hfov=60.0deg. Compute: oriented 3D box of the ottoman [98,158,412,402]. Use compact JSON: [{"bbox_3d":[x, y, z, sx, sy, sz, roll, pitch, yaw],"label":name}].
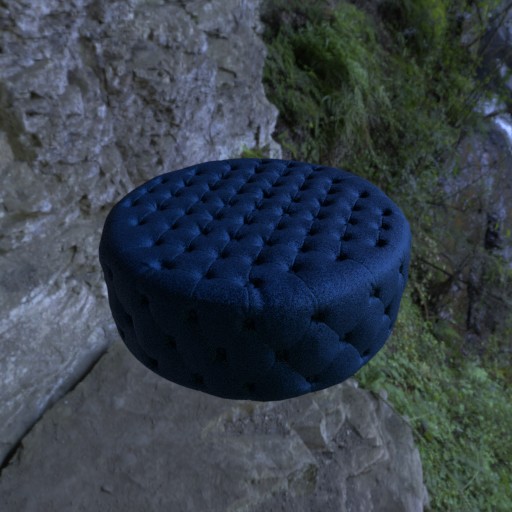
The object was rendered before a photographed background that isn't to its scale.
[{"bbox_3d":[0.000,0.000,1.523,0.998,0.398,0.998,0,32,0],"label":"ottoman"}]
